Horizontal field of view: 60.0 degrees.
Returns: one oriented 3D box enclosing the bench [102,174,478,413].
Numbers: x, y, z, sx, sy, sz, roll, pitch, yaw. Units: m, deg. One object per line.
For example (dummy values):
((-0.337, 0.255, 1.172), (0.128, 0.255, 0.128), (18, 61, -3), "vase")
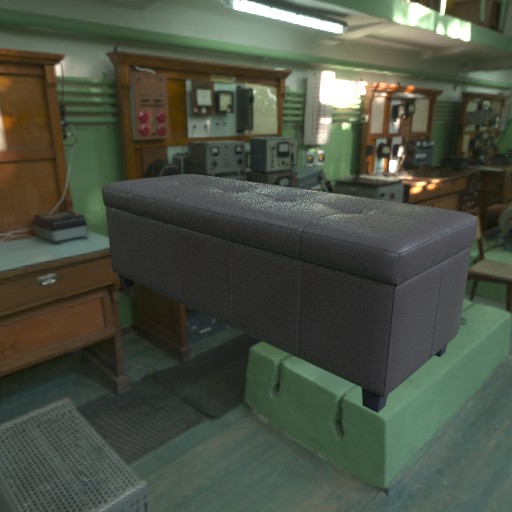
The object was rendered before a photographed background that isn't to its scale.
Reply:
((0.000, 0.000, 1.459), (1.219, 0.417, 0.450), (16, 24, 42), "bench")
